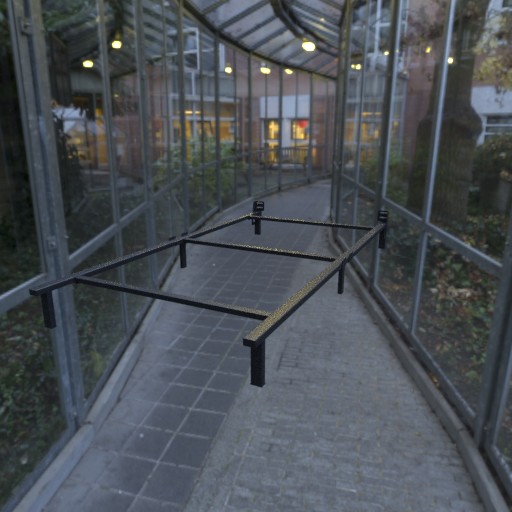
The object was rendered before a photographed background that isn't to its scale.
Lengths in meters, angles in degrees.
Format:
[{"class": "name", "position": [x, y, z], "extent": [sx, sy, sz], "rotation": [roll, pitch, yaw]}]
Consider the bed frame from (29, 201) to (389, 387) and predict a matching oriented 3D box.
[{"class": "bed frame", "position": [0.000, 0.000, 2.285], "extent": [0.968, 0.248, 1.897], "rotation": [8, 18, 26]}]
